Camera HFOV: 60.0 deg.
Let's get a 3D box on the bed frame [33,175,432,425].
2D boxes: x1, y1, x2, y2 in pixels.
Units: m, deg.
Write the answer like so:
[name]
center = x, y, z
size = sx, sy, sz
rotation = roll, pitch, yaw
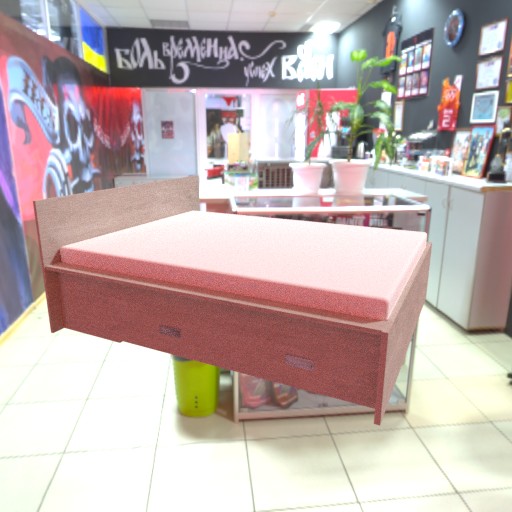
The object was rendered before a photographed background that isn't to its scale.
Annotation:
[bed frame]
center = 0.000, 0.000, 2.845
size = 1.960, 0.800, 1.622
rotation = 8, 18, 25
